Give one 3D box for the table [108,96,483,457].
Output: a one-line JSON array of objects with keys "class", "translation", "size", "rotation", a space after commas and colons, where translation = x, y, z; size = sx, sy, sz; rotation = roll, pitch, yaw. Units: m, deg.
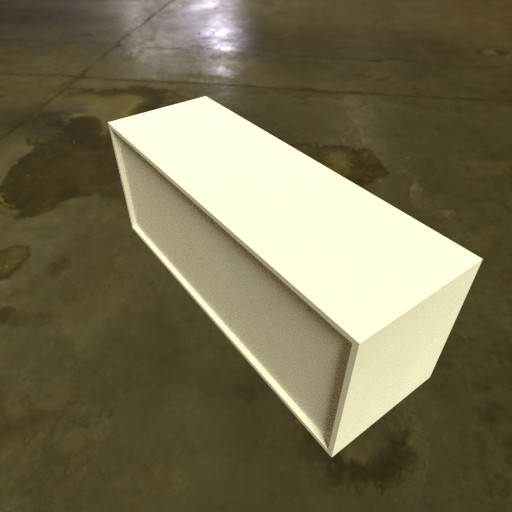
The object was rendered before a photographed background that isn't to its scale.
[{"class": "table", "translation": [0.000, 0.000, 1.858], "size": [0.508, 0.769, 1.500], "rotation": [-26, 47, -27]}]
